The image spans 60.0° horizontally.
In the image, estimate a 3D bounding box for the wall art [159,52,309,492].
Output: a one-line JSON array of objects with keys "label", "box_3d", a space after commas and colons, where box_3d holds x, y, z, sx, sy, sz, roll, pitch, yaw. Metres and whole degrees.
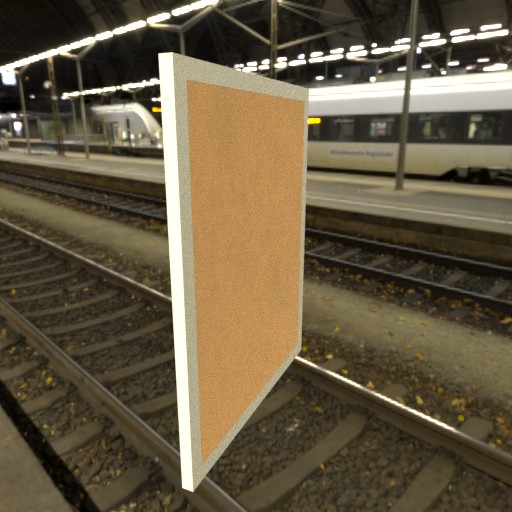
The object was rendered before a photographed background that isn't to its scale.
[{"label": "wall art", "box_3d": [0.000, 0.000, 1.074, 0.026, 0.811, 0.661, 7, 17, 24]}]
